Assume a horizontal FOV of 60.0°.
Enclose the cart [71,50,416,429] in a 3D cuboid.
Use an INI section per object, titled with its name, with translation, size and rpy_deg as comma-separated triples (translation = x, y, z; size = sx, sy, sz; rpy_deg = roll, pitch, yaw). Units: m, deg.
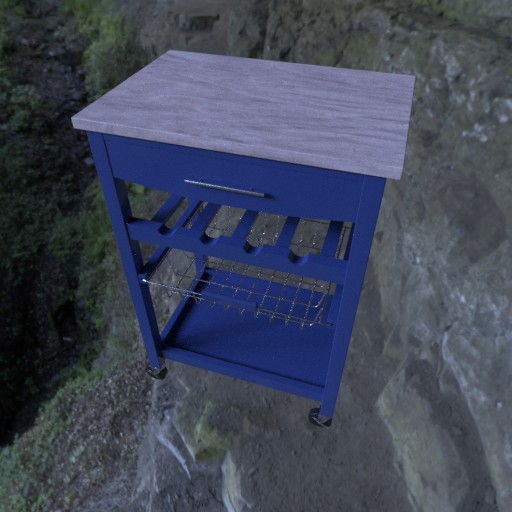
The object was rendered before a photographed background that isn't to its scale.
[cart]
translation = 0.000, 0.000, 1.141
size = 0.584, 0.839, 0.403
rpy_deg = 12, 43, 13
